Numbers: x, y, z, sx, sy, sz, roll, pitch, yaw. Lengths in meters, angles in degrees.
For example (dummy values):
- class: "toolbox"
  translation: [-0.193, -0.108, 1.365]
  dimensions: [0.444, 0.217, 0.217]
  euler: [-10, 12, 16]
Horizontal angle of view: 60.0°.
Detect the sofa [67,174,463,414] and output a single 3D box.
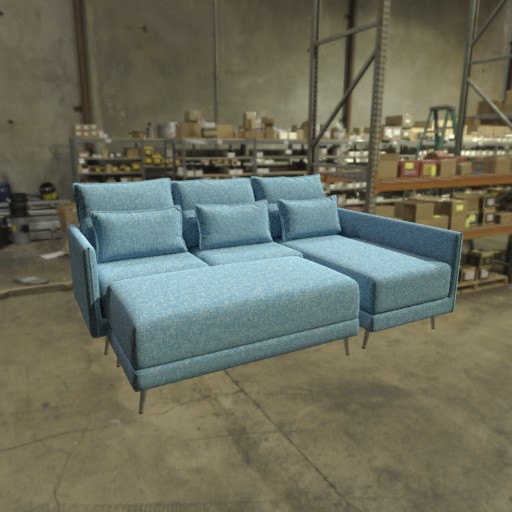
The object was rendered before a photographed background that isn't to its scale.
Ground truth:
- class: "sofa"
  translation: [0.000, 0.000, 2.777]
  dimensions: [2.034, 0.899, 1.420]
  euler: [-8, 16, -27]
